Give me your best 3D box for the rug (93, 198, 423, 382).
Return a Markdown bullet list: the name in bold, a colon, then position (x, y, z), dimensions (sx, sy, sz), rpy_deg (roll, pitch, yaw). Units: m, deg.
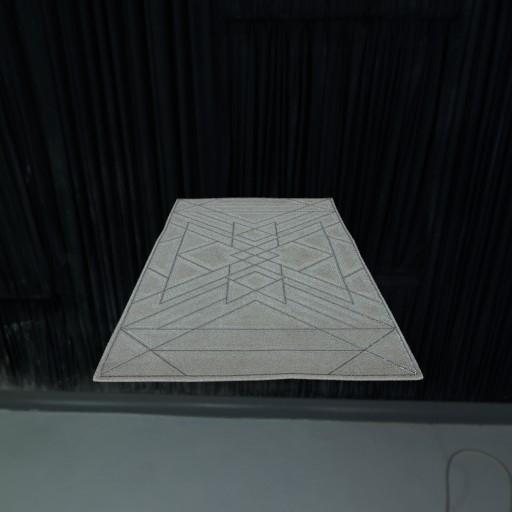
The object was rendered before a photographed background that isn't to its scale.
- **rug**: position (0.000, 0.000, 1.070), dimensions (0.511, 0.008, 0.869), rpy_deg (0, 26, 0)
